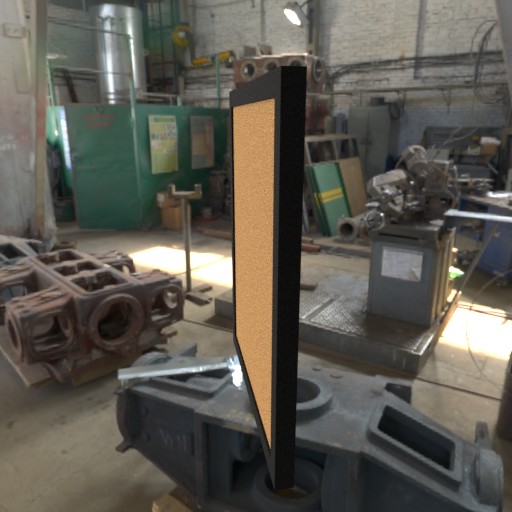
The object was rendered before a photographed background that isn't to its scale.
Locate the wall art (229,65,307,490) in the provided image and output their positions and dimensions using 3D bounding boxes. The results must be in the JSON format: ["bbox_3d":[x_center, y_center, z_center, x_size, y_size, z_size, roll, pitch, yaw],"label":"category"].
[{"bbox_3d":[0.000,0.000,0.767,0.029,0.559,0.457,-3,17,-10],"label":"wall art"}]
